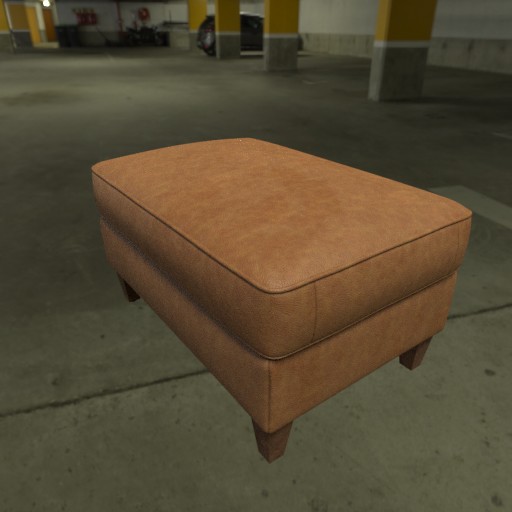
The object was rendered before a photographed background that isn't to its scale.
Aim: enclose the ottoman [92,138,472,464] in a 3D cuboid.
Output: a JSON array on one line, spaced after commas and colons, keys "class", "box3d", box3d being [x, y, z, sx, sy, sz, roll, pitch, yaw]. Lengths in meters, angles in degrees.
[{"class": "ottoman", "box3d": [0.000, 0.000, 1.174, 0.584, 0.483, 0.864, -19, 33, -32]}]
